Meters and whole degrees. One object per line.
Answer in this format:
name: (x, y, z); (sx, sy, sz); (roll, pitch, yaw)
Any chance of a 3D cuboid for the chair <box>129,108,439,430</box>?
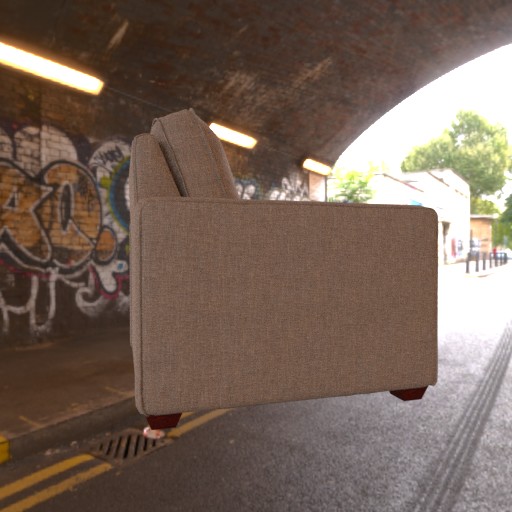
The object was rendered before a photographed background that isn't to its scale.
chair: (0.000, 0.000, 1.725); (0.940, 0.914, 1.016); (0, 1, -17)
